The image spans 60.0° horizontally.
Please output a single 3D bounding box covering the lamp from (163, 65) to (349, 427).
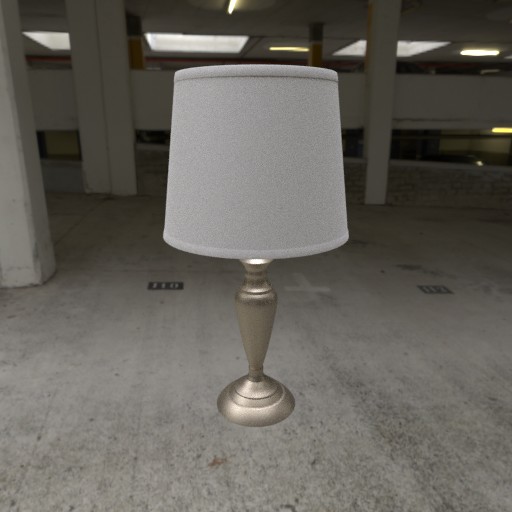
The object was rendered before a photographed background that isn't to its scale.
[{"bbox_3d":[0.000,0.000,0.813,0.328,0.619,0.328,0,17,0],"label":"lamp"}]
